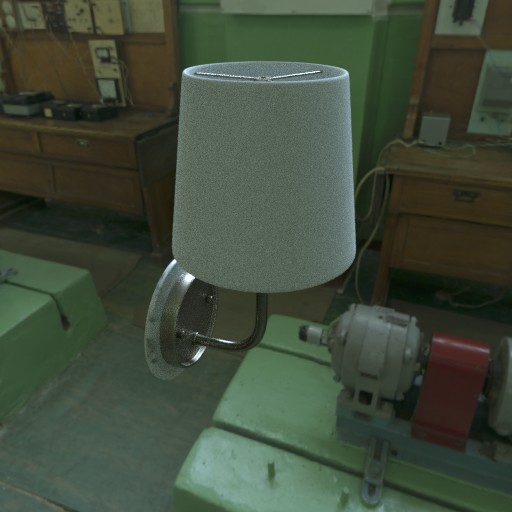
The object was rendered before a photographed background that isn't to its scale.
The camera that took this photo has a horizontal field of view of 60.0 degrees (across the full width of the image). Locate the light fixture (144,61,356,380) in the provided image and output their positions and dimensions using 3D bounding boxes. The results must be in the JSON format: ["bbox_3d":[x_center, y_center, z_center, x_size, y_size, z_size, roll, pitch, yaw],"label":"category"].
[{"bbox_3d":[0.000,0.000,0.433,0.188,0.337,0.168,10,31,17],"label":"light fixture"}]
